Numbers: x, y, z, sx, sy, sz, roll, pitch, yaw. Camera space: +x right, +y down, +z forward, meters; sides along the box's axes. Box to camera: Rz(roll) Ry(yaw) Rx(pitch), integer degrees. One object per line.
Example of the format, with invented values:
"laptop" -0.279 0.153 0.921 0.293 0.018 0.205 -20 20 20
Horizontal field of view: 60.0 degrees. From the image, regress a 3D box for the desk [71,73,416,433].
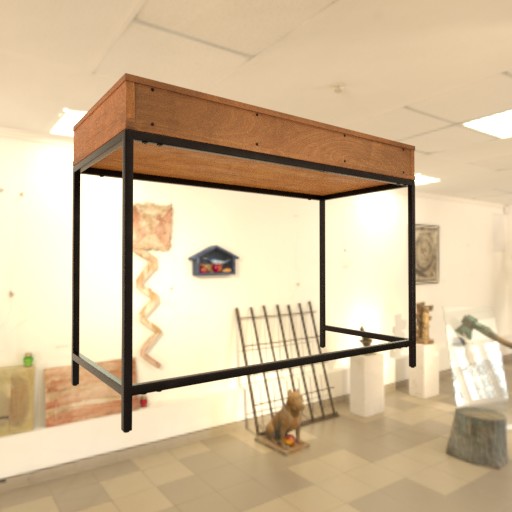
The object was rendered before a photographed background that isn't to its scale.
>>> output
"desk" 0.000 0.000 1.421 1.016 0.762 0.470 1 -1 -36
